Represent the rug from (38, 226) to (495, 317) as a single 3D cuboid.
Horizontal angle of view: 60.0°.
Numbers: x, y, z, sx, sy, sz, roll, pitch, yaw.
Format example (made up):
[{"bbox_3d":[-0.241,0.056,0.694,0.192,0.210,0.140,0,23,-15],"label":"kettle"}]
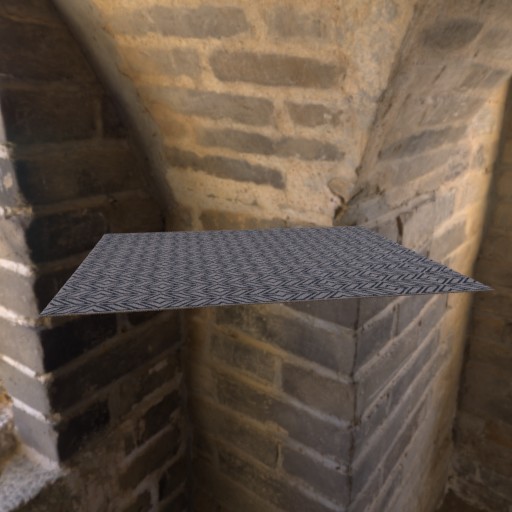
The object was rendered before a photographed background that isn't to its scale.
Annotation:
[{"bbox_3d":[0.000,0.000,4.054,3.045,0.008,2.421,-2,15,-9],"label":"rug"}]
